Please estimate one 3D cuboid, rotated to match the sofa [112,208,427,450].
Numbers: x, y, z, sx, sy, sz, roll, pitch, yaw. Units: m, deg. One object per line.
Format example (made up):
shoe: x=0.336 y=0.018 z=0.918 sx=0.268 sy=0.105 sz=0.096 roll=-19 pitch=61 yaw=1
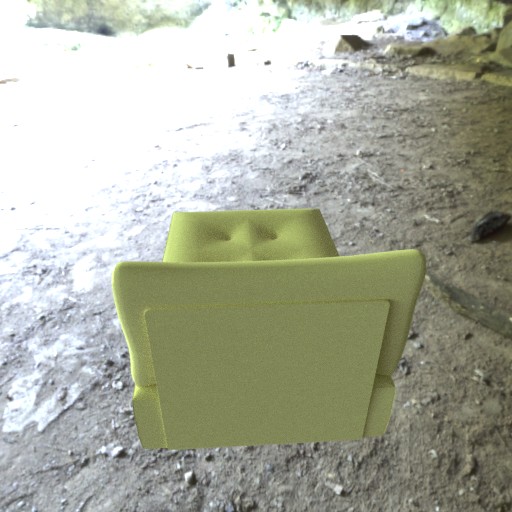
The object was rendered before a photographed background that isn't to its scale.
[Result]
sofa: x=0.000 y=0.000 z=2.045 sx=0.930 sy=0.820 sz=1.450 roll=-2 pitch=32 yaw=-3
